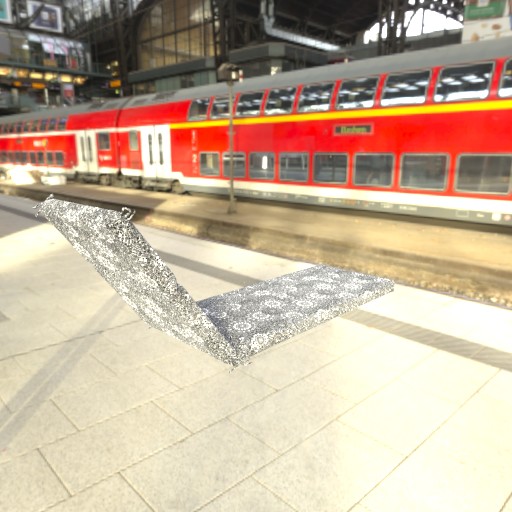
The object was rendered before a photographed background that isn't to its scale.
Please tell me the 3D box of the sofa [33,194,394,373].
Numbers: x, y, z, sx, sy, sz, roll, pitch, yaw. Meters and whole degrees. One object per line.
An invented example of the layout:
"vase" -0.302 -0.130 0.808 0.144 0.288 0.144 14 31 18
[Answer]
"sofa" 0.000 0.000 1.972 0.582 0.622 1.663 13 19 43
